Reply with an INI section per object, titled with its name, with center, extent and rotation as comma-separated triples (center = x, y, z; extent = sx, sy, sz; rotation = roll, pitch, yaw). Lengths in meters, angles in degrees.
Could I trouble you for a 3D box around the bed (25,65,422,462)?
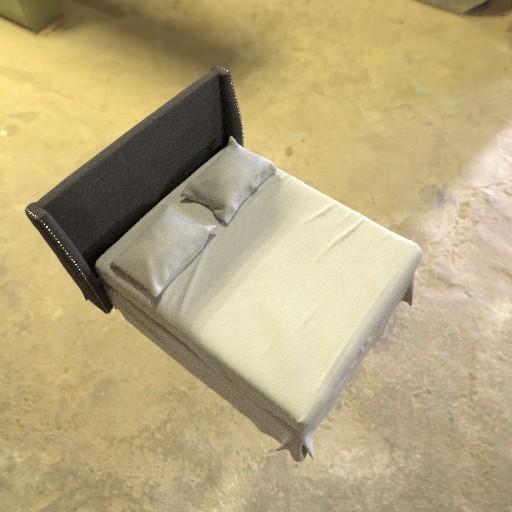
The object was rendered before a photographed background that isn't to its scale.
[bed]
center = 0.000, 0.000, 3.372
extent = 2.276, 1.332, 1.925
rotation = 33, 63, 19
